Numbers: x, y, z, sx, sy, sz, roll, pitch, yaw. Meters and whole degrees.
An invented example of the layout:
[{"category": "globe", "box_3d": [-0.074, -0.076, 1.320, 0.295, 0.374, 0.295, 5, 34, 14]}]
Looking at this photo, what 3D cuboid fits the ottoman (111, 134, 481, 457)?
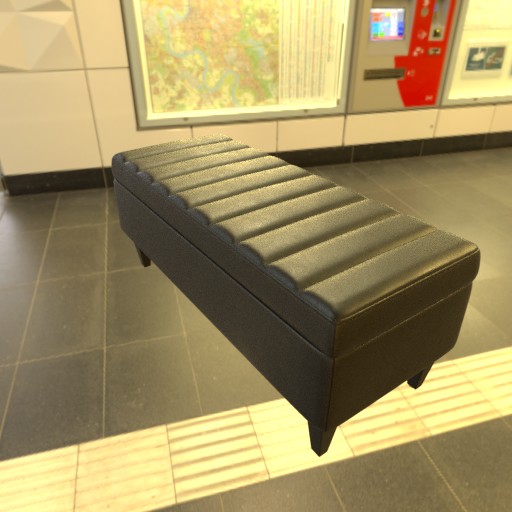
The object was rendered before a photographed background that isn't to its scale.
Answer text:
[{"category": "ottoman", "box_3d": [0.000, 0.000, 1.392, 0.482, 0.469, 1.151, -20, 36, -30]}]
